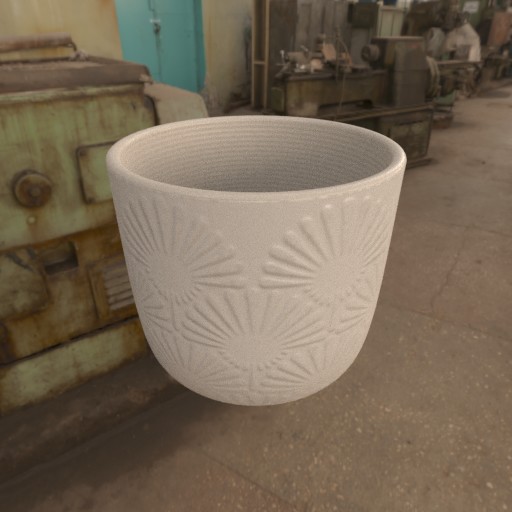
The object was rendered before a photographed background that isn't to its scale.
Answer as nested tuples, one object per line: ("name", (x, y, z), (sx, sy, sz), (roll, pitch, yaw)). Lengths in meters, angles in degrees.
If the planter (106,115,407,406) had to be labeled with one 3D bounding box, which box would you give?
("planter", (0.000, 0.000, 0.215), (0.124, 0.109, 0.124), (0, 29, 0))
